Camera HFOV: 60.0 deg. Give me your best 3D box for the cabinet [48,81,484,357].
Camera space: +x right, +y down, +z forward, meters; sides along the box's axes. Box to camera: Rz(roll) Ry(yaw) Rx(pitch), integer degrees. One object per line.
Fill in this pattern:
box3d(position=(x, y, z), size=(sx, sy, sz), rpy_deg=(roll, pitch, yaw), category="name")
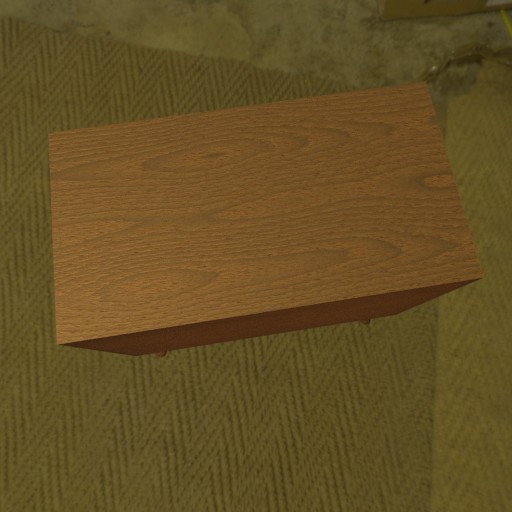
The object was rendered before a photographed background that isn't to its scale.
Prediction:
box3d(position=(0.000, 0.000, 1.134), size=(0.712, 0.748, 0.388), rpy_deg=(-9, 75, -2), category="cabinet")
